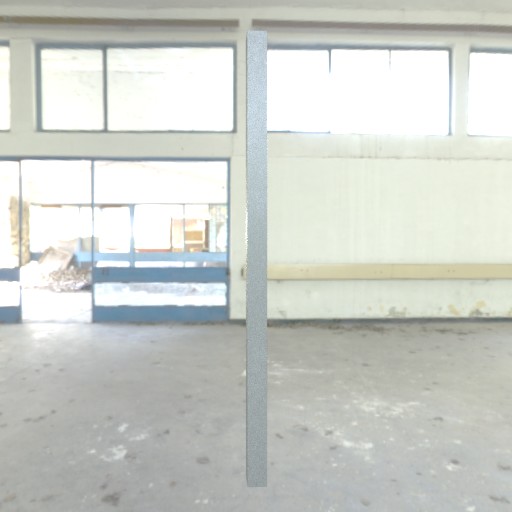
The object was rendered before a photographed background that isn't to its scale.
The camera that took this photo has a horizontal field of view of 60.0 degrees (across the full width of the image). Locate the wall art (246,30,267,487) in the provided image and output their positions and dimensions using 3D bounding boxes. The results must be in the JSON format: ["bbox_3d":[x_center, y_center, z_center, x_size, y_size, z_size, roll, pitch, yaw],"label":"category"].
[{"bbox_3d":[0.000,0.000,1.188,0.038,0.807,0.809,0,1,0],"label":"wall art"}]
